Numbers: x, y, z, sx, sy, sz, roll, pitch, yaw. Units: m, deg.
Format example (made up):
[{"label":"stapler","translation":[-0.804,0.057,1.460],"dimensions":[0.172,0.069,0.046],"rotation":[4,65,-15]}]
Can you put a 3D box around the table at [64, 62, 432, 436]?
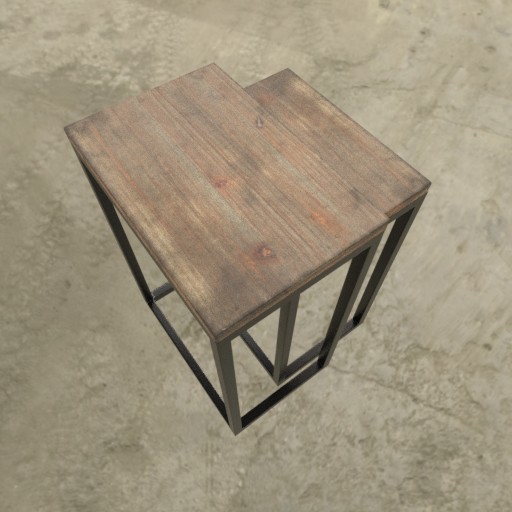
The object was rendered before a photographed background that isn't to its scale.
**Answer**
[{"label":"table","translation":[0.000,0.000,0.946],"dimensions":[0.460,0.615,0.456],"rotation":[-30,62,-17]}]
